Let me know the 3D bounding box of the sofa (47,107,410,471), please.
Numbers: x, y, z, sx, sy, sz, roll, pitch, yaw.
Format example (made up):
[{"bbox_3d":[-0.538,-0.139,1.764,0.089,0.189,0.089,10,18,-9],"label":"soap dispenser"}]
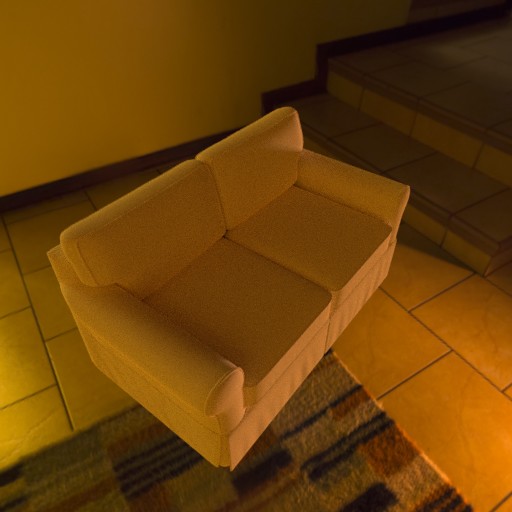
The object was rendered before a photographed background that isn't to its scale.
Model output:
[{"bbox_3d":[0.000,0.000,2.338,0.991,0.940,1.727,27,49,27],"label":"sofa"}]
